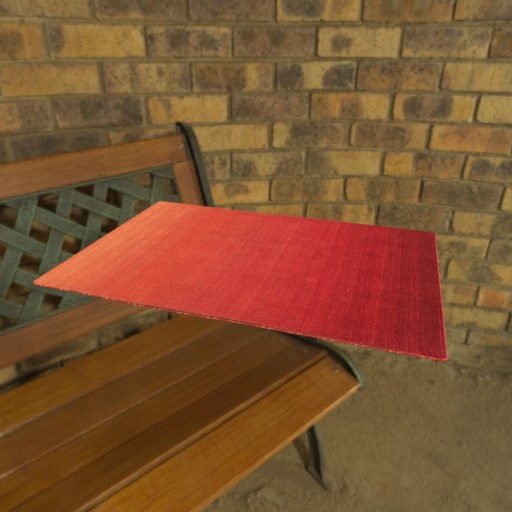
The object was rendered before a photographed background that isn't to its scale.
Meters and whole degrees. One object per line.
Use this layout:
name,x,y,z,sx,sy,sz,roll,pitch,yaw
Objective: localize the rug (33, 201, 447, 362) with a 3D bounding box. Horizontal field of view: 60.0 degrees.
rug,0.000,0.000,2.355,1.835,0.018,1.230,8,27,16
